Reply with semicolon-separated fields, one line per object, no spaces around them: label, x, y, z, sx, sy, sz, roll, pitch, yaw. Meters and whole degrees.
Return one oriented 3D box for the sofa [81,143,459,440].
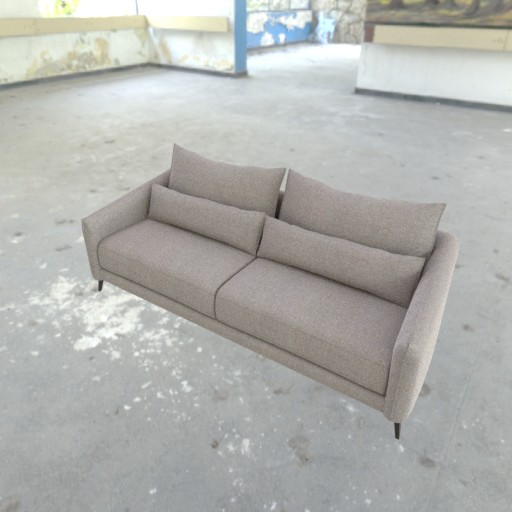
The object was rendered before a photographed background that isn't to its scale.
sofa;0.000;0.000;2.445;2.022;0.833;0.809;19;36;29
